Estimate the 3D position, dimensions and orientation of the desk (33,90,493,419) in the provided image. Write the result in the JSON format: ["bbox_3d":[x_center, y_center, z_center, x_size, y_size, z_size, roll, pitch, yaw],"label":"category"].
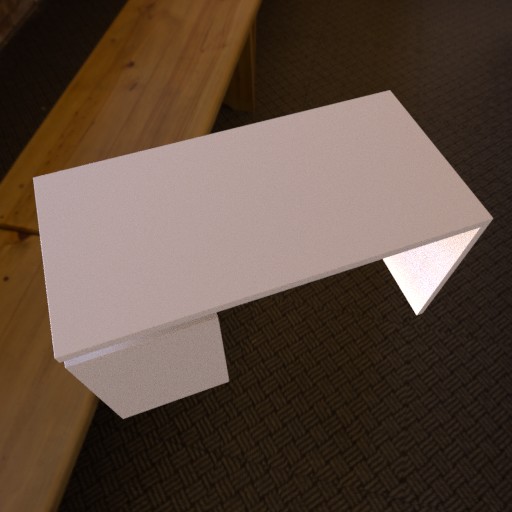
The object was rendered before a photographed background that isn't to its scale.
[{"bbox_3d":[0.000,0.000,1.807,1.400,0.740,0.690,-17,59,-10],"label":"desk"}]
